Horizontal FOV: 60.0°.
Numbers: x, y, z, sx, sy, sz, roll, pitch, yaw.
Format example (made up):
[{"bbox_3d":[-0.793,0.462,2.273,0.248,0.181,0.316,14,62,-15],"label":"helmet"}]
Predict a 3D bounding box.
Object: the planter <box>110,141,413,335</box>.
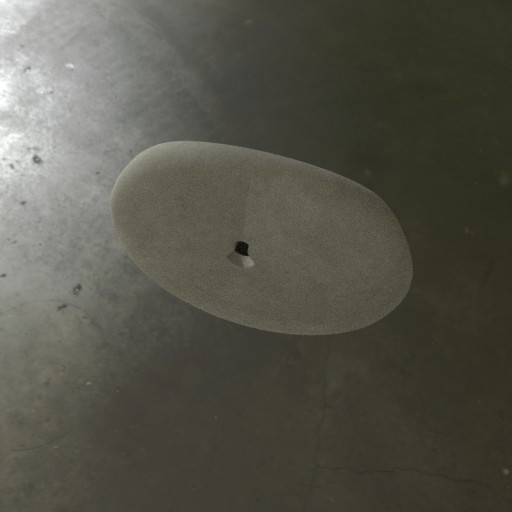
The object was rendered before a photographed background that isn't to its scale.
[{"bbox_3d":[0.000,0.000,0.276,0.185,0.188,0.071,14,65,7],"label":"planter"}]
